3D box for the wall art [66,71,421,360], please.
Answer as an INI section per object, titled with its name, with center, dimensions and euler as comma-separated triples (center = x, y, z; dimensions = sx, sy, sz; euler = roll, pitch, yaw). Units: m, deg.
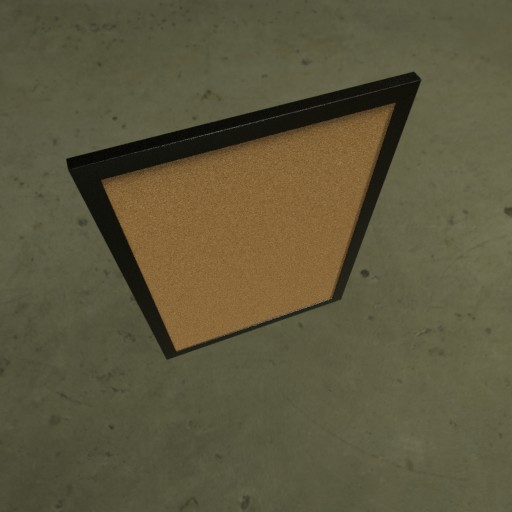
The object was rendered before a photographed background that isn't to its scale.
[wall art]
center = 0.000, 0.000, 0.545
dimensions = 0.304, 0.432, 0.013
euler = -17, 60, -11
